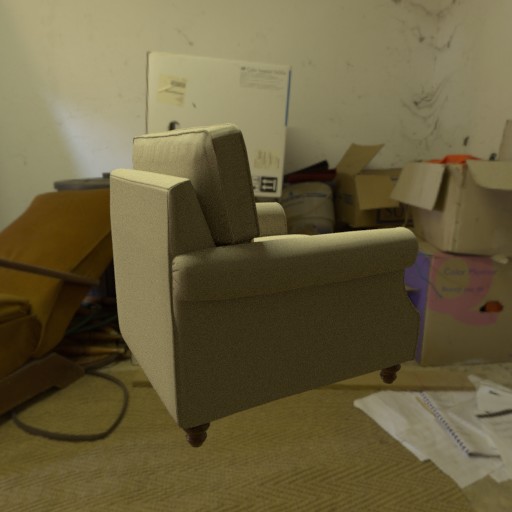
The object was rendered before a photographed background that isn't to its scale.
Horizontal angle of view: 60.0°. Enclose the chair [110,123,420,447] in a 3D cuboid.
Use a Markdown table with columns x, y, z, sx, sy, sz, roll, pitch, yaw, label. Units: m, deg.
| x | y | z | sx | sy | sz | roll | pitch | yaw | label |
| --- | --- | --- | --- | --- | --- | --- | --- | --- | --- |
| 0.000 | 0.000 | 1.764 | 0.966 | 0.967 | 1.029 | -7 | 15 | -28 | chair |
